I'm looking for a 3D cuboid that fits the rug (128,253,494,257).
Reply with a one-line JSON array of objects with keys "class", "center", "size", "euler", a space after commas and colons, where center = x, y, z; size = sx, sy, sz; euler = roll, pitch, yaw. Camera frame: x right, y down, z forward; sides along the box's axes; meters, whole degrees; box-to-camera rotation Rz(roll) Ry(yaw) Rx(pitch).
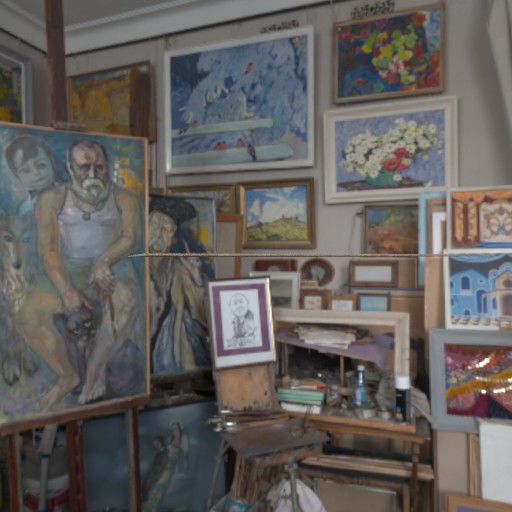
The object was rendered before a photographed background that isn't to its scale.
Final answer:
[{"class": "rug", "center": [0.000, 0.000, 2.286], "size": [1.221, 0.006, 1.827], "euler": [0, 0, -18]}]
